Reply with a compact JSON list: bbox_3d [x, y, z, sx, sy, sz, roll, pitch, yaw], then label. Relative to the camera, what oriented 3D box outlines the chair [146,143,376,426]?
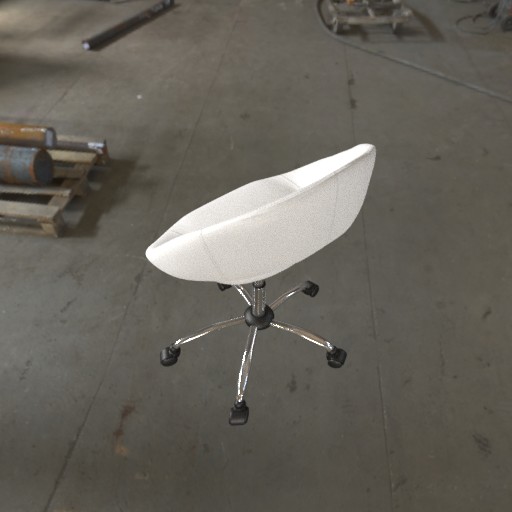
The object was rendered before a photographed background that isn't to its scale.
[{"bbox_3d":[0.000,0.000,1.219,0.612,0.791,0.538,-31,53,-26],"label":"chair"}]
